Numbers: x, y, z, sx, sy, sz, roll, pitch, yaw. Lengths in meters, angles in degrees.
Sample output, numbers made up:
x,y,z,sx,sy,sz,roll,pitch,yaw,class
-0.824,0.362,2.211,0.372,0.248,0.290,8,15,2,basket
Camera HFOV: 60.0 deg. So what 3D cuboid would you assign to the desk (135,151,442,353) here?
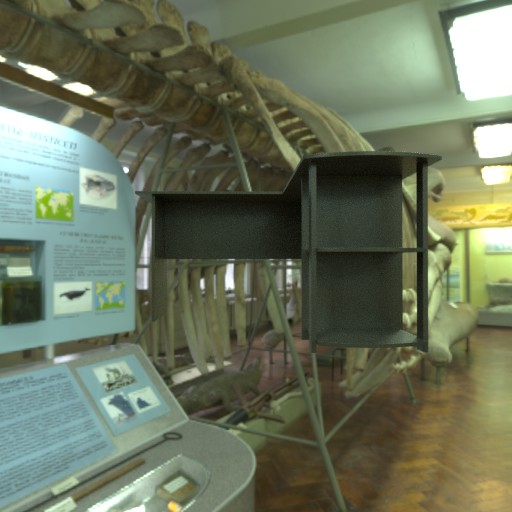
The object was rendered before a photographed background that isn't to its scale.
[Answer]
x,y,z,sx,sy,sz,roll,pitch,yaw,class
0.000,0.000,2.188,1.303,0.716,1.361,0,0,-2,desk
